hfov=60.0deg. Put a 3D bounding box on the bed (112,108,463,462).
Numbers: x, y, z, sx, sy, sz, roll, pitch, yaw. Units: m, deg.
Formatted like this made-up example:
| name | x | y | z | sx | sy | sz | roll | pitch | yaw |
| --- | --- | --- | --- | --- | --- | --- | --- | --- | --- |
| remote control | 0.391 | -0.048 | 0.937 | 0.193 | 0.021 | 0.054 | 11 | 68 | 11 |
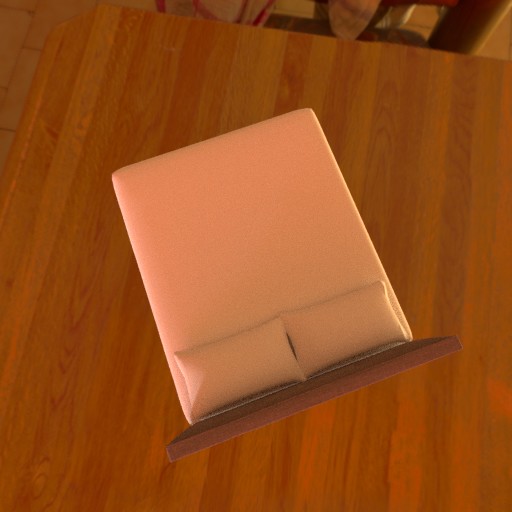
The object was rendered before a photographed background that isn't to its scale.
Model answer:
| name | x | y | z | sx | sy | sz | roll | pitch | yaw |
| --- | --- | --- | --- | --- | --- | --- | --- | --- | --- |
| bed | 0.000 | 0.000 | 2.919 | 1.610 | 1.089 | 1.894 | -20 | 77 | -5 |
